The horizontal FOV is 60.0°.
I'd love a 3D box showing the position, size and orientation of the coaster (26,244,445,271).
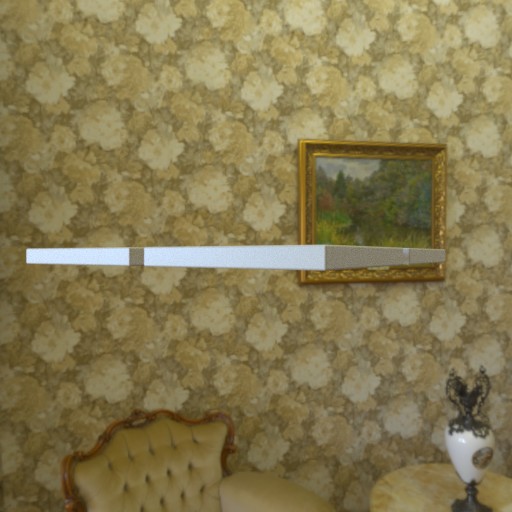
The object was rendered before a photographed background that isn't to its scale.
[{"bbox_3d":[0.000,0.000,0.320,0.214,0.010,0.219,0,0,34],"label":"coaster"}]
